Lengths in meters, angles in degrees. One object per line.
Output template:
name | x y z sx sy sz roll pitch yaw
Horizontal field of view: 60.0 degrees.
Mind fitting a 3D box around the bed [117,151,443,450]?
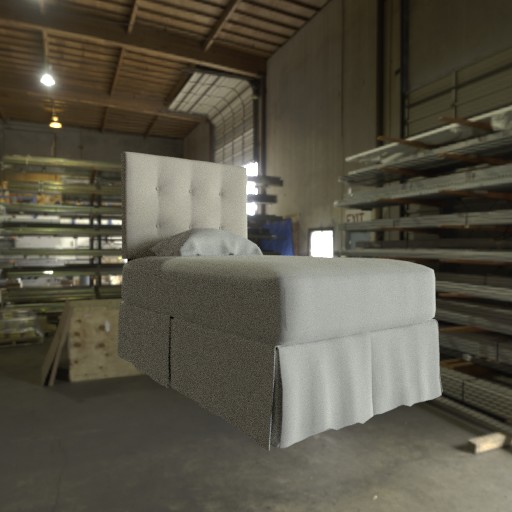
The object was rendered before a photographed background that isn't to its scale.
bed | 0.000 0.000 2.936 1.261 1.571 1.997 -1 1 -36
